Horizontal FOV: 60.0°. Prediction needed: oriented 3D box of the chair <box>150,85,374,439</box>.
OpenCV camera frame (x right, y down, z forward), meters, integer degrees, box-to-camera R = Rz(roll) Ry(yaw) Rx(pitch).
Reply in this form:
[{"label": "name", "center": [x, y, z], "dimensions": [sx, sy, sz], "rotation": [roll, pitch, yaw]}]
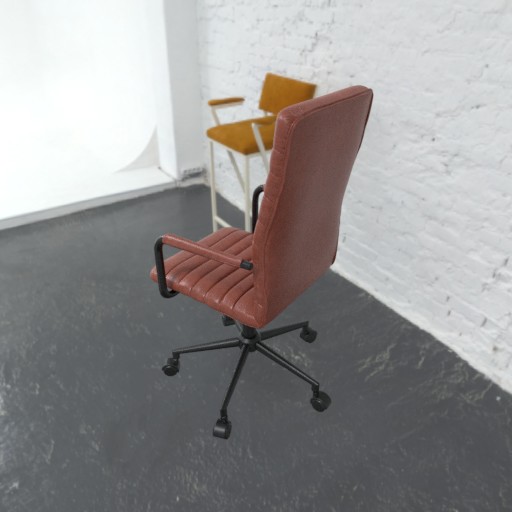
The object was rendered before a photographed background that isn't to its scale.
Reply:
[{"label": "chair", "center": [0.000, 0.000, 1.348], "dimensions": [0.580, 0.979, 0.608], "rotation": [20, 35, 30]}]
